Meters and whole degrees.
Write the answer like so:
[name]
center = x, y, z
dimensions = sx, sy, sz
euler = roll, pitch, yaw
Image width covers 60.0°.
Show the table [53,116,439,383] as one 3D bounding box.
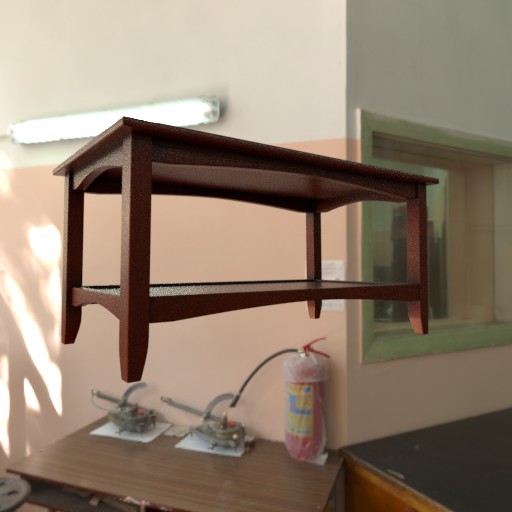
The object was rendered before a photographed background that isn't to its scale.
[table]
center = 0.000, 0.000, 1.230
dimensions = 0.943, 0.456, 0.533
euler = 1, -1, -36
